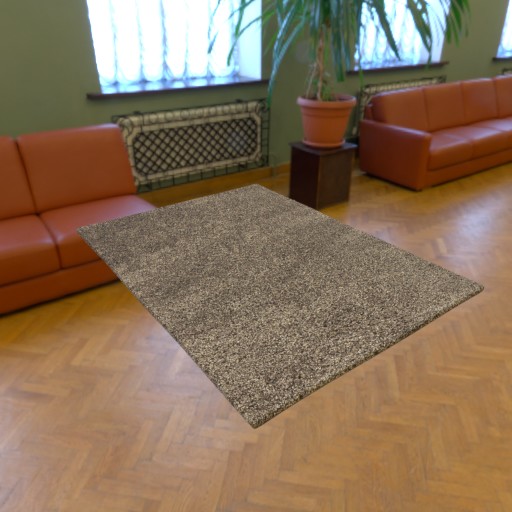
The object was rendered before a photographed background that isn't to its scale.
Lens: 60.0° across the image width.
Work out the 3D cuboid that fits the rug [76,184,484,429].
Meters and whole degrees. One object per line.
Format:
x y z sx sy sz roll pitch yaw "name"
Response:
0.000 0.000 2.106 1.198 0.025 1.601 -19 34 -32 "rug"
